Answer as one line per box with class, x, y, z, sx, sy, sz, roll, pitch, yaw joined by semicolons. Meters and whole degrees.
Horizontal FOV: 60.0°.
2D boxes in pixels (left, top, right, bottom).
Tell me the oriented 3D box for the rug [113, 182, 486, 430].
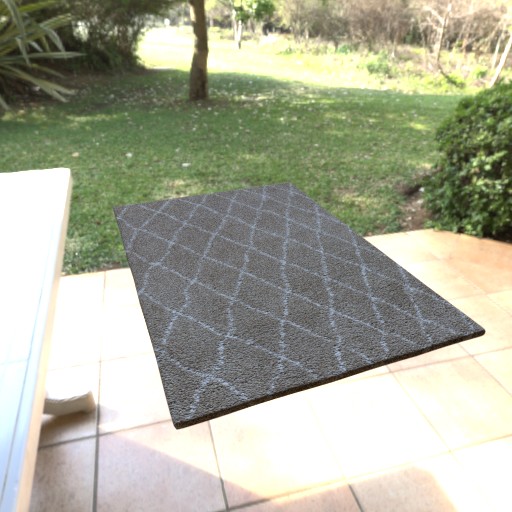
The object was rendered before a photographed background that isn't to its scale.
rug;0.000;0.000;2.235;1.219;0.030;1.778;-11;31;-19
